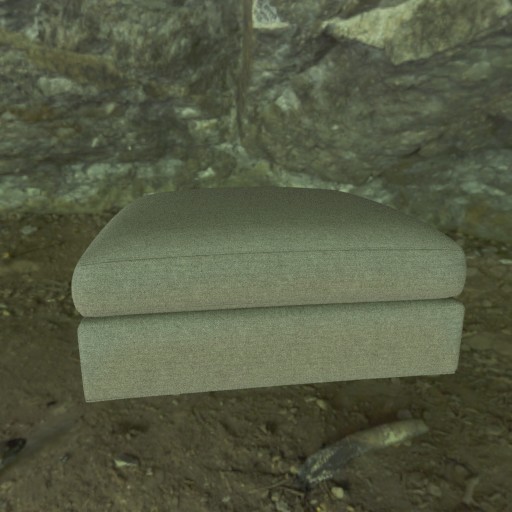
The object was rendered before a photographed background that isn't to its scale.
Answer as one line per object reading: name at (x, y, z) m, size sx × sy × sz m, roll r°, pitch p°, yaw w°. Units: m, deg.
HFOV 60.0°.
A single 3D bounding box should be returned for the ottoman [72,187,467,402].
ottoman at (0.000, 0.000, 1.619) m, size 1.041 × 0.470 × 1.041 m, roll -2°, pitch 15°, yaw -8°
